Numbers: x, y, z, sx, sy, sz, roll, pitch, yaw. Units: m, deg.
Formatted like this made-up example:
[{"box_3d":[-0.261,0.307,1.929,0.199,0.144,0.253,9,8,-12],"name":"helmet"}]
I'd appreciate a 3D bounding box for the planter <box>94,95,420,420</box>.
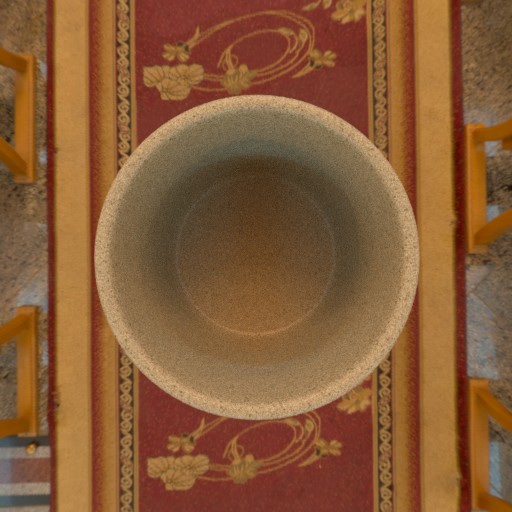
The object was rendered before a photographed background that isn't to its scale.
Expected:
[{"box_3d":[0.000,0.000,0.424,0.227,0.235,0.227,0,91,-1],"name":"planter"}]
